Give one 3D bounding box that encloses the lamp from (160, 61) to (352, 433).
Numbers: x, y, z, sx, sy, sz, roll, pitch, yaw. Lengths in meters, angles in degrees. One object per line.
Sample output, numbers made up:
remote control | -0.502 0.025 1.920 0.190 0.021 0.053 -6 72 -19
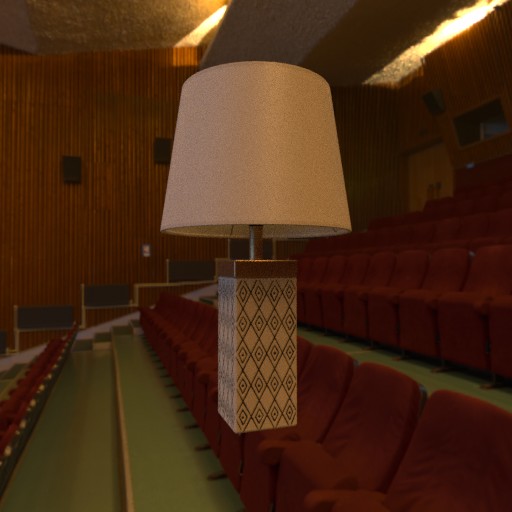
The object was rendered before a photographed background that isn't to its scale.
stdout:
lamp | 0.000 0.000 0.595 0.251 0.435 0.251 0 -1 0
